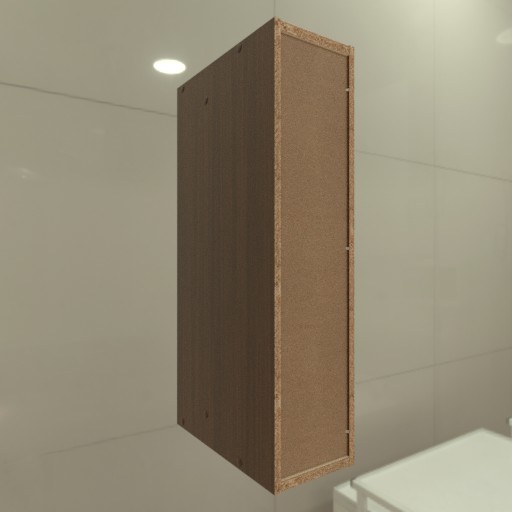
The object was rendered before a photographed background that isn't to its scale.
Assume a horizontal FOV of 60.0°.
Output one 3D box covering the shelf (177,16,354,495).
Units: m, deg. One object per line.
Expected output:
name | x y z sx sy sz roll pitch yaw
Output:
shelf | 0.000 0.000 0.715 0.147 0.600 0.290 0 0 -35
